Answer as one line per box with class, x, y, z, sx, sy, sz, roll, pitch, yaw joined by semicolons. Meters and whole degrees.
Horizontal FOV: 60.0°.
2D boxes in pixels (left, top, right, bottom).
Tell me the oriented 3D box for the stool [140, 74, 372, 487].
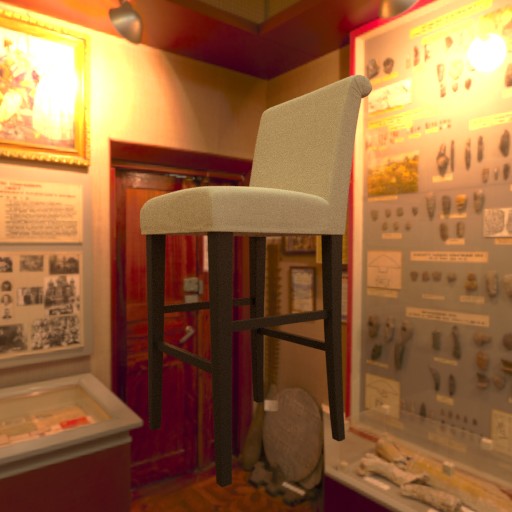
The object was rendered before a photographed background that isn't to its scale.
stool;0.000;0.000;1.415;0.597;1.124;0.452;-1;2;-37
